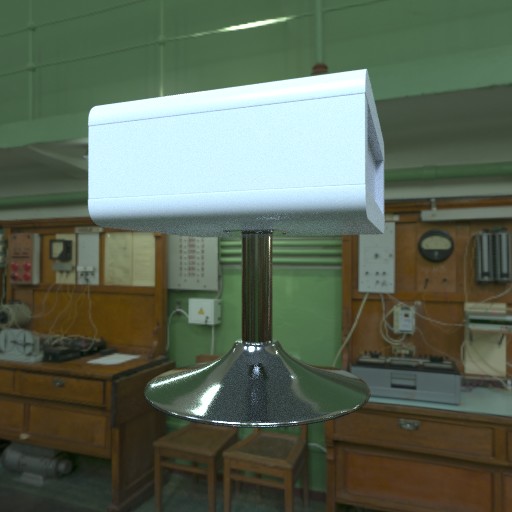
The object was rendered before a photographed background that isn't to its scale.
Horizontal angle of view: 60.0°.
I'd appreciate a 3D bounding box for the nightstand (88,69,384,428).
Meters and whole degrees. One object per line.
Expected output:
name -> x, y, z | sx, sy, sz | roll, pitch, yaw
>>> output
nightstand -> 0.000, 0.000, 0.761 | 0.404, 0.447, 0.399 | 0, 0, 19
